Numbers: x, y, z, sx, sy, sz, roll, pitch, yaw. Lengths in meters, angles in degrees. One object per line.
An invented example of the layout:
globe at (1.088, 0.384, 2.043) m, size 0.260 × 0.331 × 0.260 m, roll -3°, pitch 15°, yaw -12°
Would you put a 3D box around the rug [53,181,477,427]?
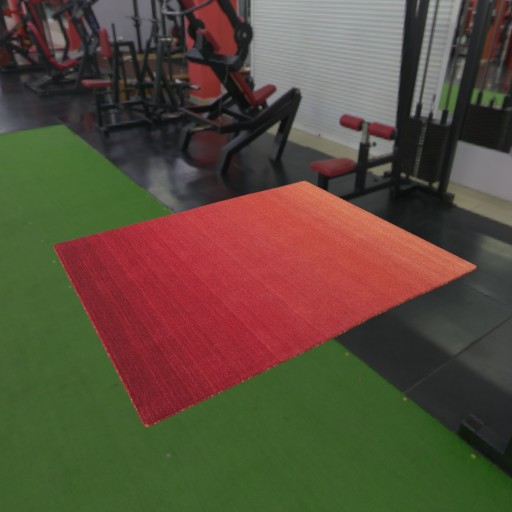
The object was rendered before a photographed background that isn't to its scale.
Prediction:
rug at (0.000, 0.000, 3.862) m, size 2.905 × 0.028 × 2.340 m, roll -18°, pitch 36°, yaw -28°
